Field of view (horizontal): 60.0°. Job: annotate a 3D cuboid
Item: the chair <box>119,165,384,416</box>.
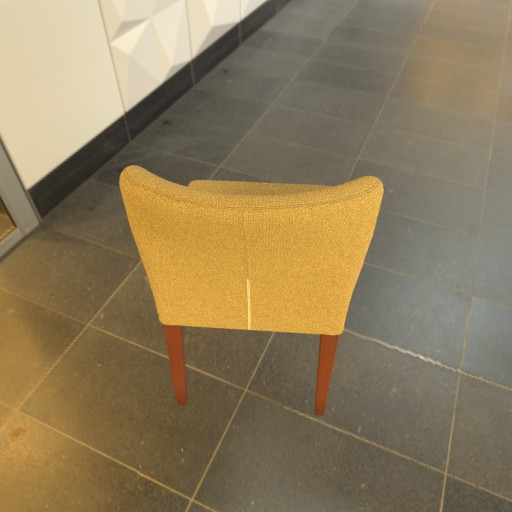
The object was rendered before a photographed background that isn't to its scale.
[{"bbox_3d":[0.000,0.000,1.191,0.491,0.839,0.589,3,47,3],"label":"chair"}]
